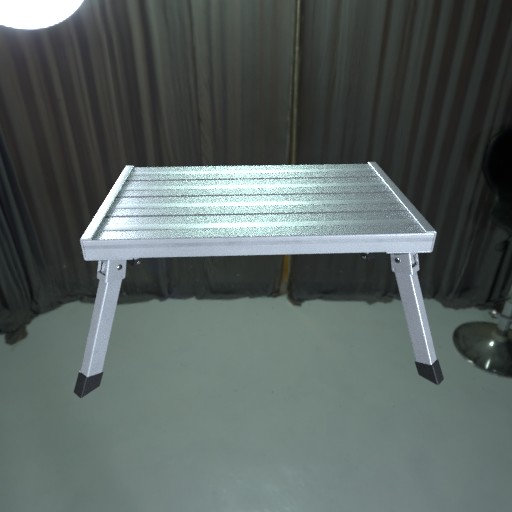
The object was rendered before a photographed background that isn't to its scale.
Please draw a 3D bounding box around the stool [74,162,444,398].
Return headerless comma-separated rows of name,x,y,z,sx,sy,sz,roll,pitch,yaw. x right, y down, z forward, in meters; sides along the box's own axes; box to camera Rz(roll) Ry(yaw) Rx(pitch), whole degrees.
stool,0.000,0.000,0.740,0.535,0.225,0.385,-1,30,-2
